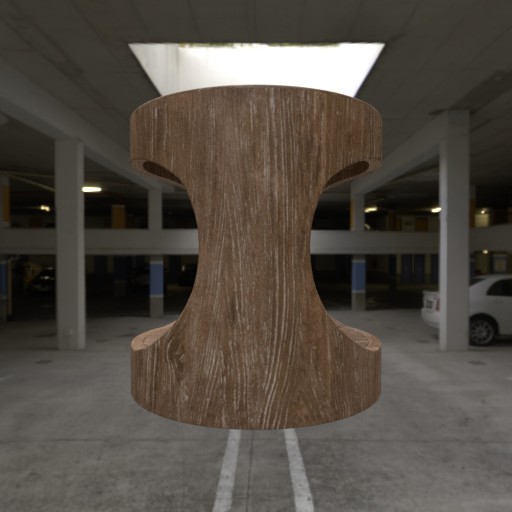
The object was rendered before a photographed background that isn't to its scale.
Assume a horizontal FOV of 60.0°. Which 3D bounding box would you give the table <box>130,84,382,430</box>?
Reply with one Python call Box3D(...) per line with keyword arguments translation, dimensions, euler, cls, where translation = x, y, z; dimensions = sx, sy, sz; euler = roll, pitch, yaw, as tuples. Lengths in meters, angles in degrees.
Box3D(translation=(0.000, 0.000, 0.967), dimensions=(0.527, 0.551, 0.527), euler=(0, 1, 0), cls="table")
